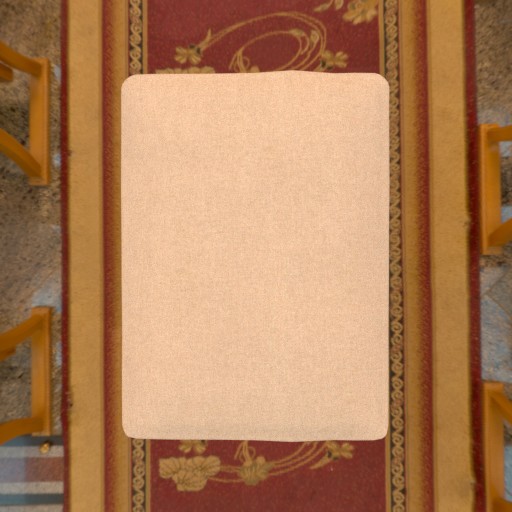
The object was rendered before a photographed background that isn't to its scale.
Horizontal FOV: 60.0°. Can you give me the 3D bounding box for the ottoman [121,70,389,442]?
[{"bbox_3d":[0.000,0.000,1.209,0.617,0.503,0.846,0,91,1],"label":"ottoman"}]
